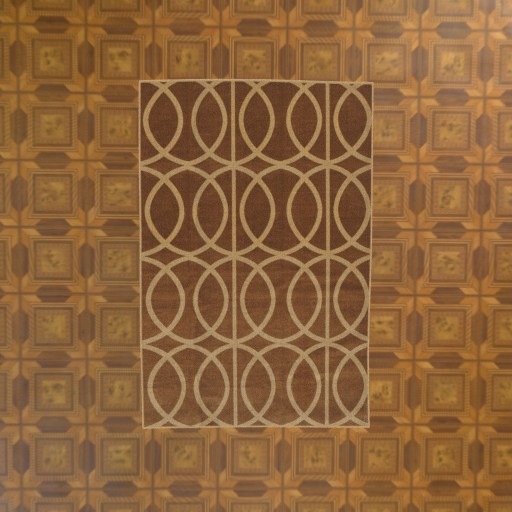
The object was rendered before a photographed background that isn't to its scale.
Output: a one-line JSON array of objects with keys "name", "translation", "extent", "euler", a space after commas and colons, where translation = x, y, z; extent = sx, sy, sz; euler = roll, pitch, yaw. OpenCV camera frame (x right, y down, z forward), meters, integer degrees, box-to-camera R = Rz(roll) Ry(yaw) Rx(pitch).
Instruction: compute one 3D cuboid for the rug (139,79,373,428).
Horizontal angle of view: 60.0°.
[{"name": "rug", "translation": [0.000, 0.000, 2.915], "extent": [1.528, 0.014, 2.294], "euler": [0, 92, -1]}]
